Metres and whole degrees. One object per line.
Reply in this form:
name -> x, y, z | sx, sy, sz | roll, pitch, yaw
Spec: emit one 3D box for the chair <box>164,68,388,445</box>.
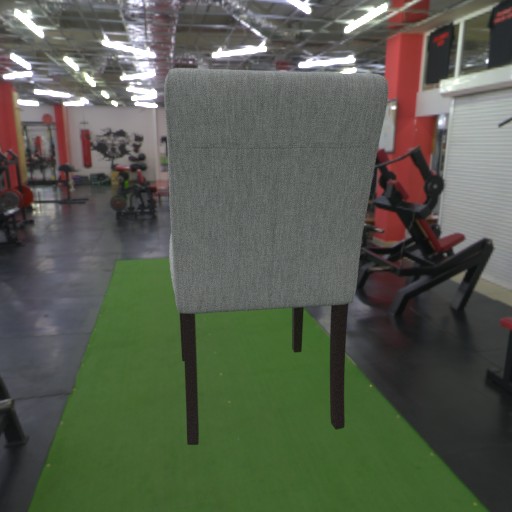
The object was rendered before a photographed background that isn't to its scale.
chair -> 0.000, 0.000, 1.236 | 0.487, 0.884, 0.629 | -2, 14, -9
